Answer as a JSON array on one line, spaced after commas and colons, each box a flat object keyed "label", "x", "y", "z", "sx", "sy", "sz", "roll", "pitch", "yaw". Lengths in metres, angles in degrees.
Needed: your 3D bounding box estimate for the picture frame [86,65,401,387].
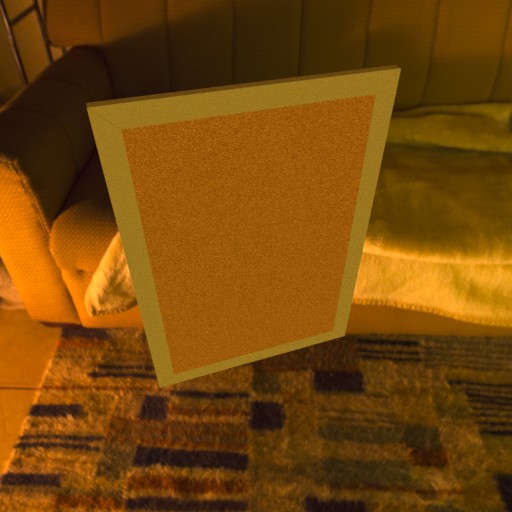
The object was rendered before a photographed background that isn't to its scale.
[{"label": "picture frame", "x": 0.000, "y": 0.000, "z": 0.595, "sx": 0.326, "sy": 0.459, "sz": 0.011, "roll": -12, "pitch": 43, "yaw": -14}]
